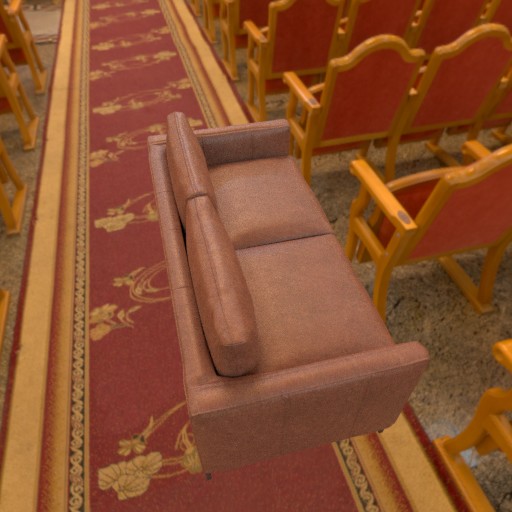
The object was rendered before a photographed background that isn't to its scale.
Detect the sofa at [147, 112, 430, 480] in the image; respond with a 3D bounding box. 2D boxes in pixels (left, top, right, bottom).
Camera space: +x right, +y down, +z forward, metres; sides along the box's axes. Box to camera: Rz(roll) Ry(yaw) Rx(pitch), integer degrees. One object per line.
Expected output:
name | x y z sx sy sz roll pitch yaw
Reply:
sofa | 0.000 0.000 2.249 0.899 0.883 1.797 -11 47 -10
